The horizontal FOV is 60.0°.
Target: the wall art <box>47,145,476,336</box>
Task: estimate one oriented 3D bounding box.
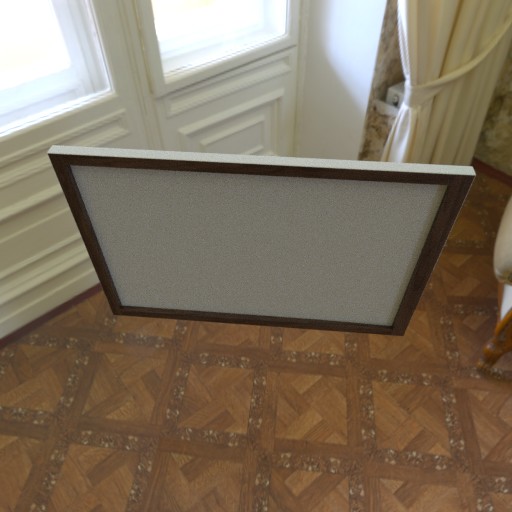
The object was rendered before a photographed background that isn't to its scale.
[{"bbox_3d":[0.000,0.000,1.955,1.520,1.016,0.051,4,47,3],"label":"wall art"}]
